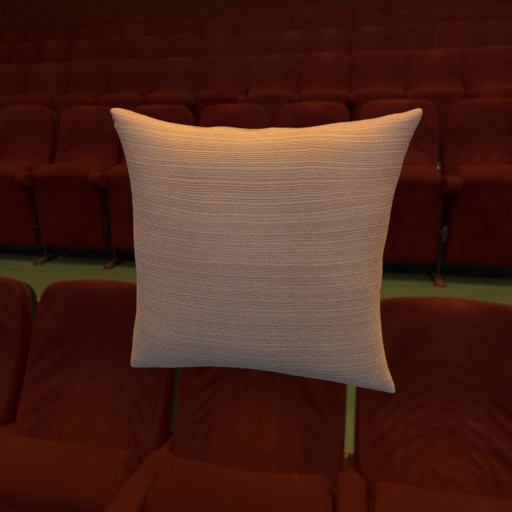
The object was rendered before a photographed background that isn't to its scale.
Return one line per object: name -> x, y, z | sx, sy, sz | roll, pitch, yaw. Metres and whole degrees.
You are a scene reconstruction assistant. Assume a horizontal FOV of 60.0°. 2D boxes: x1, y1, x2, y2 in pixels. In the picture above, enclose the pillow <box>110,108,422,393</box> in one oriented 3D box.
pillow -> 0.000, 0.000, 0.777 | 0.512, 0.497, 0.204 | 3, 16, 10
